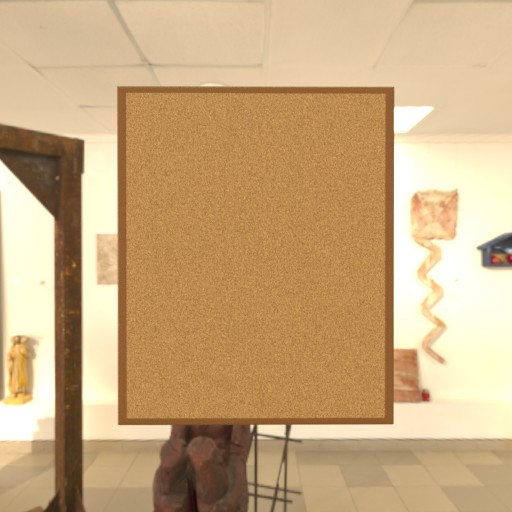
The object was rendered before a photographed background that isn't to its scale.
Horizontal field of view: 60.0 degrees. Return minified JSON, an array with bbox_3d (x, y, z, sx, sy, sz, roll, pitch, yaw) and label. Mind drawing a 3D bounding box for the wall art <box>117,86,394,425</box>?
[{"bbox_3d":[0.000,0.000,0.502,0.310,0.379,0.015,0,0,0],"label":"wall art"}]
